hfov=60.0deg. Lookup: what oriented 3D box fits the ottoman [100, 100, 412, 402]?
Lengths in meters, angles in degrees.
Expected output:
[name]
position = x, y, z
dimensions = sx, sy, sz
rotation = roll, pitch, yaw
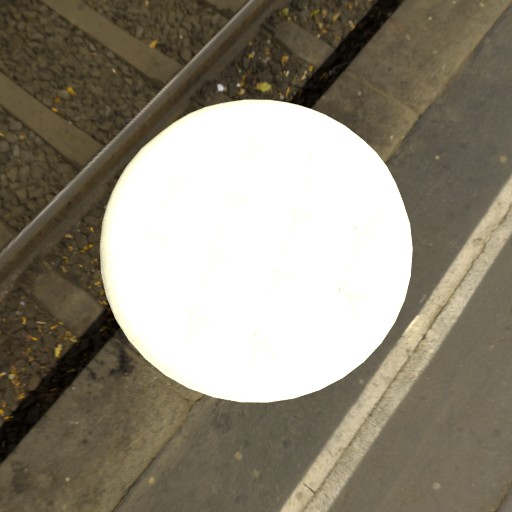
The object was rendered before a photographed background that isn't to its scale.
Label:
[ottoman]
position = 0.000, 0.000, 1.370
dimensions = 0.850, 0.483, 0.850
rotation = 0, 74, 0
